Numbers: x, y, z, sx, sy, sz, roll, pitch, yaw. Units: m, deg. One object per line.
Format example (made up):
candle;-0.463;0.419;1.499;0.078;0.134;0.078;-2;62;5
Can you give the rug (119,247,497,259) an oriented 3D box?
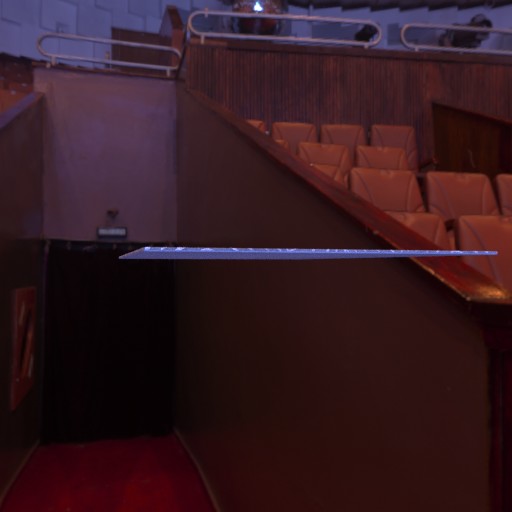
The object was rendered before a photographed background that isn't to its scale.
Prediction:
rug;0.000;0.000;2.741;1.543;0.015;2.144;0;-1;-19
